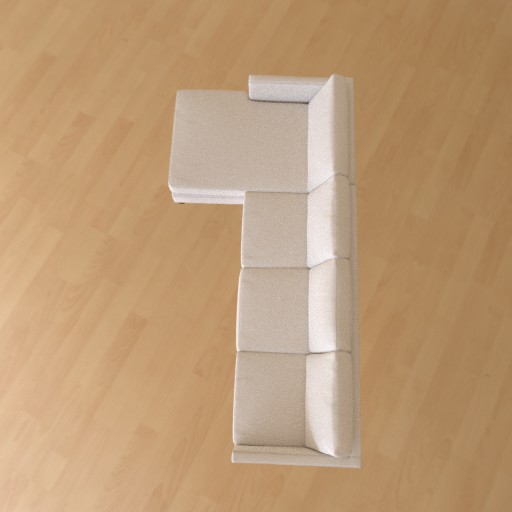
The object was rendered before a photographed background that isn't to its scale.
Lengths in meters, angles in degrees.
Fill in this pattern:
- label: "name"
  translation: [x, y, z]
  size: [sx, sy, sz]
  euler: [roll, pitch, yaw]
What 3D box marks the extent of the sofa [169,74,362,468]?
- label: "sofa"
  translation: [0.000, 0.000, 3.761]
  size: [1.625, 0.846, 3.186]
  euler: [2, 76, 1]
